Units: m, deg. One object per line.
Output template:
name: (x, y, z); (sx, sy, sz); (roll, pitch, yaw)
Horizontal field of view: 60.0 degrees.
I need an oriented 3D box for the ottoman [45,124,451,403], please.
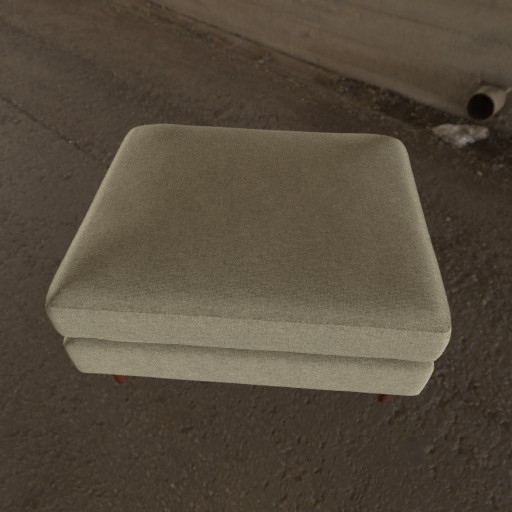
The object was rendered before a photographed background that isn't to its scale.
ottoman: (0.000, 0.000, 1.214); (0.821, 0.474, 0.693); (3, 47, 3)
